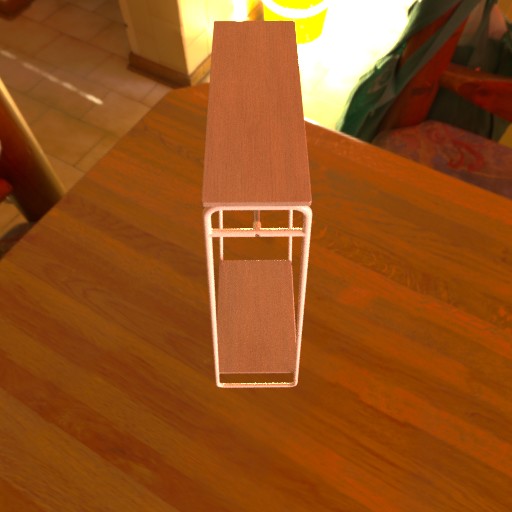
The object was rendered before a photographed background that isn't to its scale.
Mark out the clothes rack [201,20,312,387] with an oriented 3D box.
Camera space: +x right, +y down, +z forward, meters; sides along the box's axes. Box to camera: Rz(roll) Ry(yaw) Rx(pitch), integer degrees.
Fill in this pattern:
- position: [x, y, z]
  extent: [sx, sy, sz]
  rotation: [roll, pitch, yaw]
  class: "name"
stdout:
- position: [0.000, 0.000, 1.729]
  extent: [0.400, 1.512, 0.640]
  rotation: [0, 59, 0]
  class: "clothes rack"
